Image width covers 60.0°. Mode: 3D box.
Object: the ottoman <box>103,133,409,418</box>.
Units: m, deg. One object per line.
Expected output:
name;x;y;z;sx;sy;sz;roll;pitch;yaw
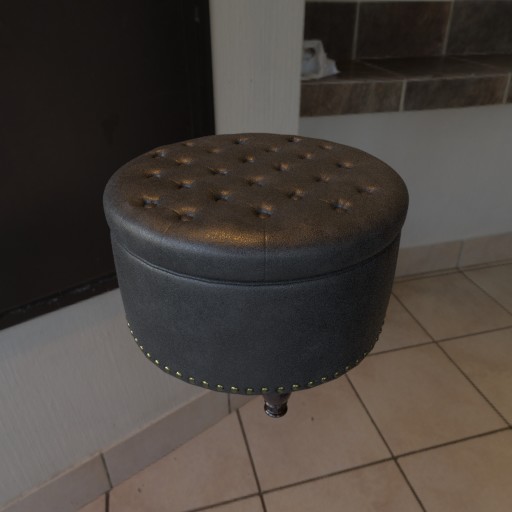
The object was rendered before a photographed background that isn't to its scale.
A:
ottoman;0.000;0.000;1.055;0.637;0.442;0.637;0;31;0
